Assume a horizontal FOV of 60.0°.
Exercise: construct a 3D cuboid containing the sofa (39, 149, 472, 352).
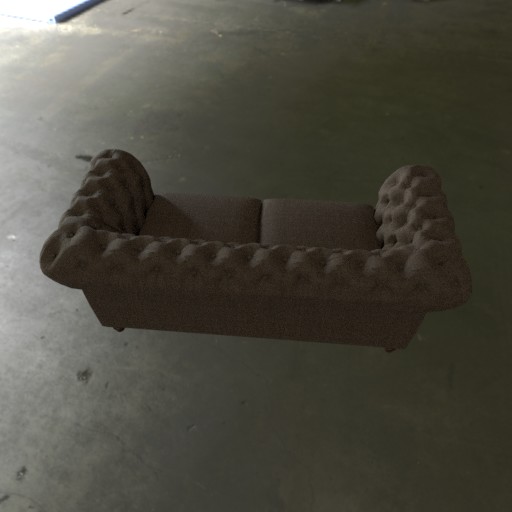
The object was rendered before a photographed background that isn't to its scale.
[{"bbox_3d":[0.000,0.000,2.509,2.048,0.780,0.944,4,47,3],"label":"sofa"}]
